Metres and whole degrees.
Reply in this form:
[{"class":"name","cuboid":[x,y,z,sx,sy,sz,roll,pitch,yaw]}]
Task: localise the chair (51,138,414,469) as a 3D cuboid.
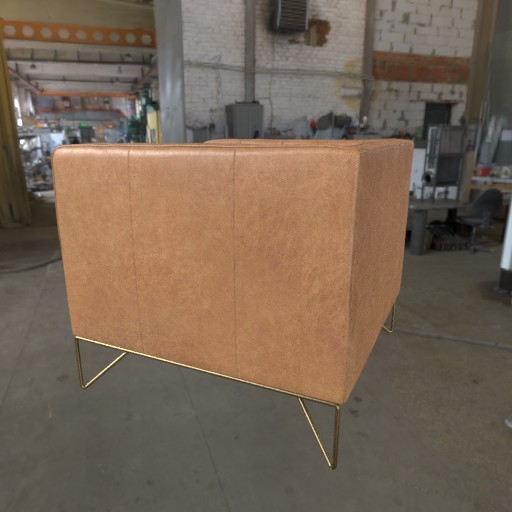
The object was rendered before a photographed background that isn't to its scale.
[{"class":"chair","cuboid":[0.000,0.000,1.568,0.912,0.797,0.920,7,17,25]}]
